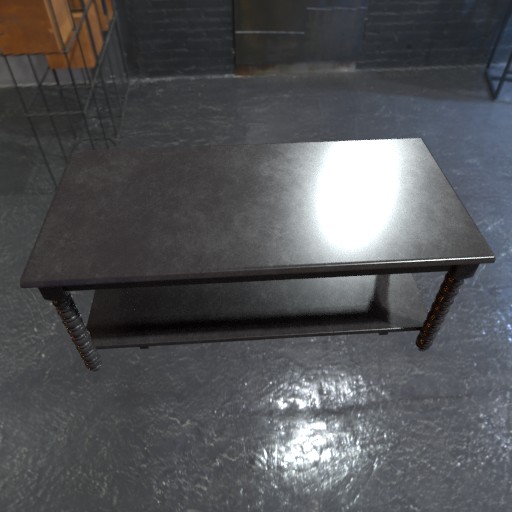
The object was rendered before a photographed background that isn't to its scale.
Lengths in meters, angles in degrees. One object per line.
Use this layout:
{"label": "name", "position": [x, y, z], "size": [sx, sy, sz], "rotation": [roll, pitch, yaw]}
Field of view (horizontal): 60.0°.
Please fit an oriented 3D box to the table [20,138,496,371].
{"label": "table", "position": [0.000, 0.000, 1.448], "size": [1.171, 0.487, 0.580], "rotation": [-3, 46, -3]}
